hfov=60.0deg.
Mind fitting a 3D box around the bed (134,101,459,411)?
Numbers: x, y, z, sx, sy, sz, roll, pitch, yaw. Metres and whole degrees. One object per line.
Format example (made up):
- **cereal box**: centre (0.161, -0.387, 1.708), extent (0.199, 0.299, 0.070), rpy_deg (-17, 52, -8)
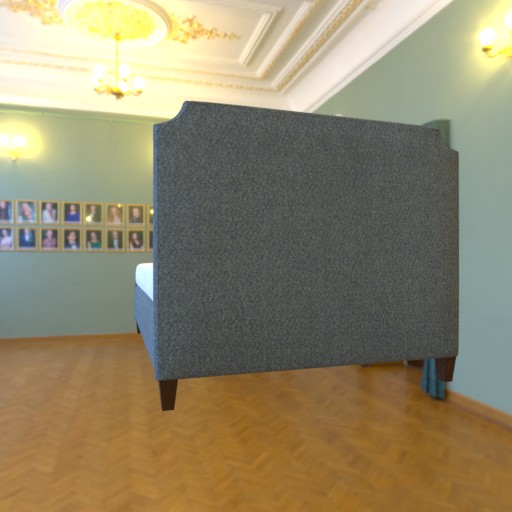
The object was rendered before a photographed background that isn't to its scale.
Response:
- **bed**: centre (0.000, 0.000, 3.359), extent (1.712, 1.443, 2.372), rpy_deg (0, -1, -18)
